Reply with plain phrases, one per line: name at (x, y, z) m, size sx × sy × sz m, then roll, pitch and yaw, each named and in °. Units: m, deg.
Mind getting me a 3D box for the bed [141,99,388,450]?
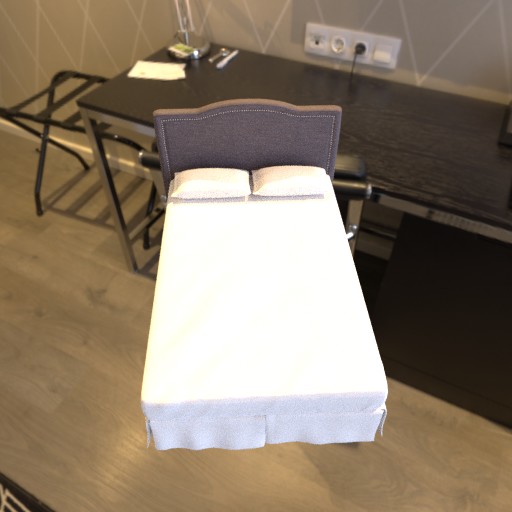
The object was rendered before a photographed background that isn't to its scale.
bed at (0.000, 0.000, 3.558) m, size 1.741 × 1.441 × 2.507 m, roll -2°, pitch 46°, yaw -2°
